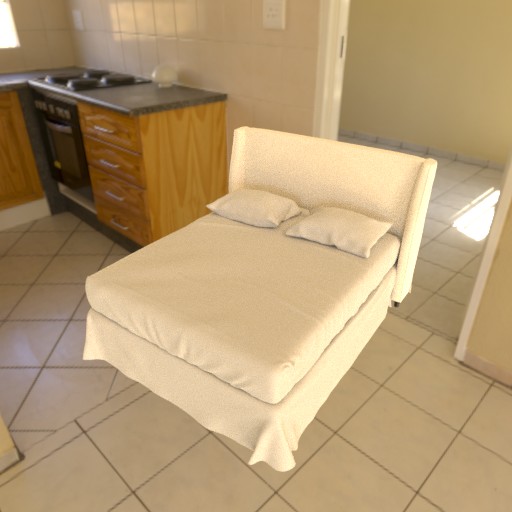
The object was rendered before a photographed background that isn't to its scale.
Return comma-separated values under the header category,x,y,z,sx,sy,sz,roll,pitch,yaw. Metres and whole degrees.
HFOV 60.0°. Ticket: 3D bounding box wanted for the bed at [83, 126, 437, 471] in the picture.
category,x,y,z,sx,sy,sz,roll,pitch,yaw
bed,0.000,0.000,3.456,1.925,1.332,2.276,19,35,30
